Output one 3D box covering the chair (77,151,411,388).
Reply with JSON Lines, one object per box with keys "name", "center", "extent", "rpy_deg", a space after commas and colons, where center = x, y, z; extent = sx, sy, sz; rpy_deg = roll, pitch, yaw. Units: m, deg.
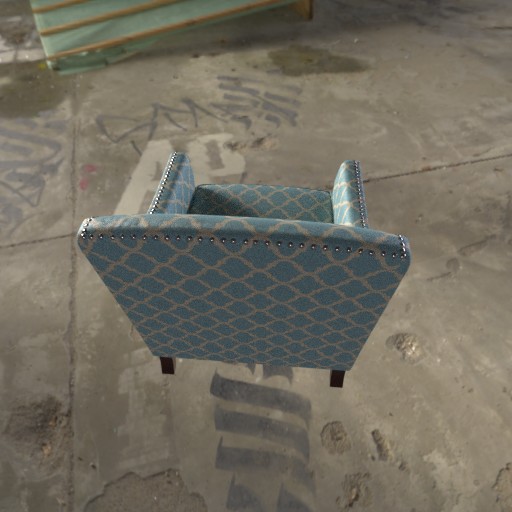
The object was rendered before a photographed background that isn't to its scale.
{"name": "chair", "center": [0.000, 0.000, 1.303], "extent": [0.617, 0.817, 0.686], "rpy_deg": [4, 47, 3]}
